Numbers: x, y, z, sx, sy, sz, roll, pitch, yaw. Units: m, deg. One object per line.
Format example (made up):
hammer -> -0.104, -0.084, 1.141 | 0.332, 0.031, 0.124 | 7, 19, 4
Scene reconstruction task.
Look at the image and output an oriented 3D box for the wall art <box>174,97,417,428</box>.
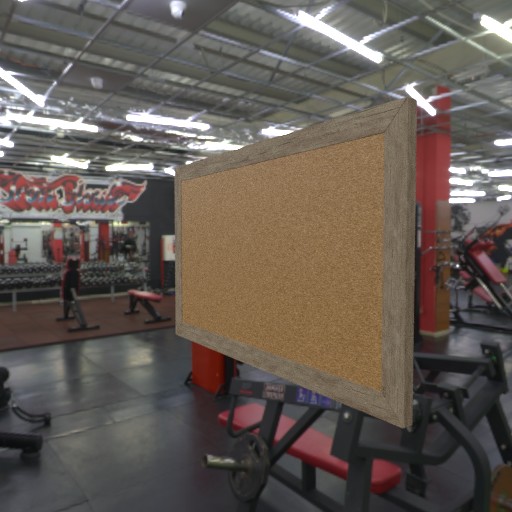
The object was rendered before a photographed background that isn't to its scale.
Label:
wall art -> 0.000, 0.000, 0.962 | 0.021, 0.480, 0.780 | -2, 3, -35
